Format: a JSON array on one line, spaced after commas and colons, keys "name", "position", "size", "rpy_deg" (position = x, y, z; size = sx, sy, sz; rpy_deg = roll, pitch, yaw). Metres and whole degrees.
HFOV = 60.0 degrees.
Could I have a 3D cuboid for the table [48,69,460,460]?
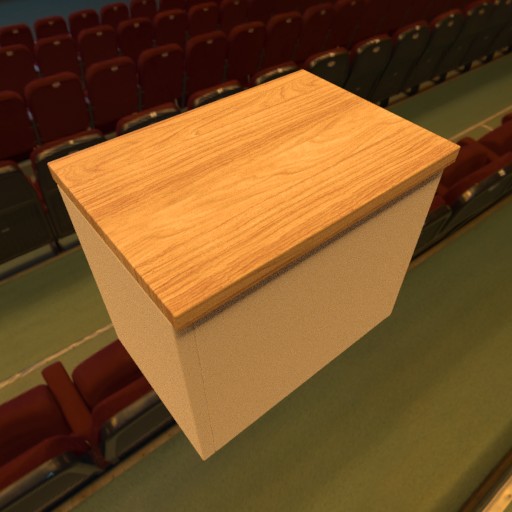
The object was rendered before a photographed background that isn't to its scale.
[{"name": "table", "position": [0.000, 0.000, 0.810], "size": [0.500, 0.440, 0.360], "rpy_deg": [-30, 53, -26]}]
